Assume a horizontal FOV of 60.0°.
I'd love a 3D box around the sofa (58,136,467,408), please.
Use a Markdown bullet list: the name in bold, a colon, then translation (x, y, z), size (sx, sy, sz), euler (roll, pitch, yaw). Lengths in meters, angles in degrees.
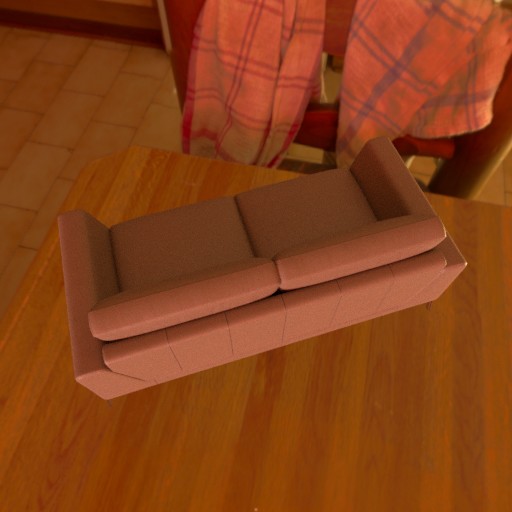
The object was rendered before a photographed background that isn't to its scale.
- **sofa**: translation (0.000, 0.000, 2.500), size (2.017, 0.875, 0.953), euler (-15, 61, -9)
